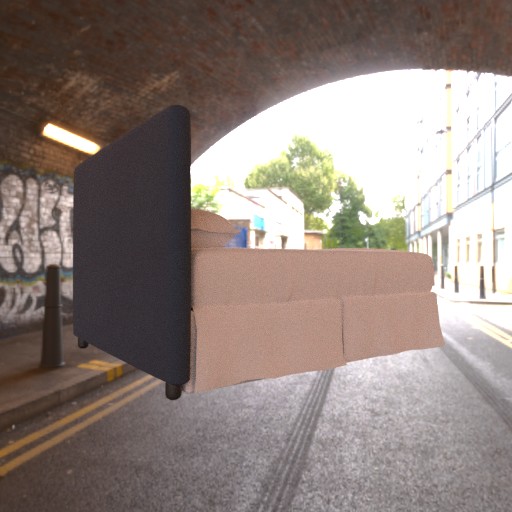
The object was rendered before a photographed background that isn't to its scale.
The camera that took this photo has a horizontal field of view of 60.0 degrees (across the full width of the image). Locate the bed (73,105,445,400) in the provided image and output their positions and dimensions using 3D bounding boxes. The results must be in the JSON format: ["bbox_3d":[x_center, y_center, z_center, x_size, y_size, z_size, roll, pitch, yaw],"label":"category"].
[{"bbox_3d":[0.000,0.000,3.220,2.162,1.330,1.713,0,-1,-36],"label":"bed"}]
